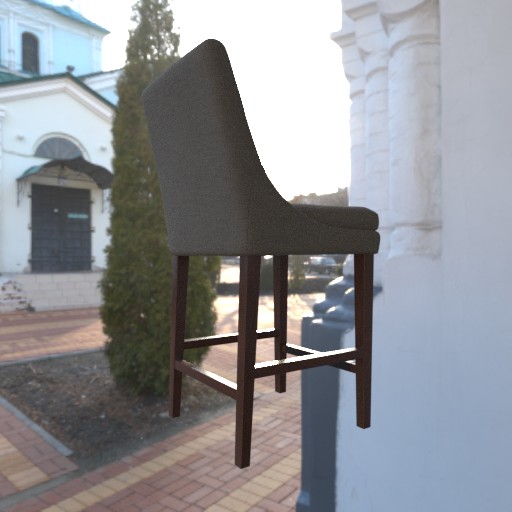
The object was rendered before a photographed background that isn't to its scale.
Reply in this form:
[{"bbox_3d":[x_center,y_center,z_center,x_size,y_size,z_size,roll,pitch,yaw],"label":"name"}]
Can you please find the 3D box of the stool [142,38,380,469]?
[{"bbox_3d":[0.000,0.000,1.294,0.577,0.981,0.470,0,0,-35],"label":"stool"}]
